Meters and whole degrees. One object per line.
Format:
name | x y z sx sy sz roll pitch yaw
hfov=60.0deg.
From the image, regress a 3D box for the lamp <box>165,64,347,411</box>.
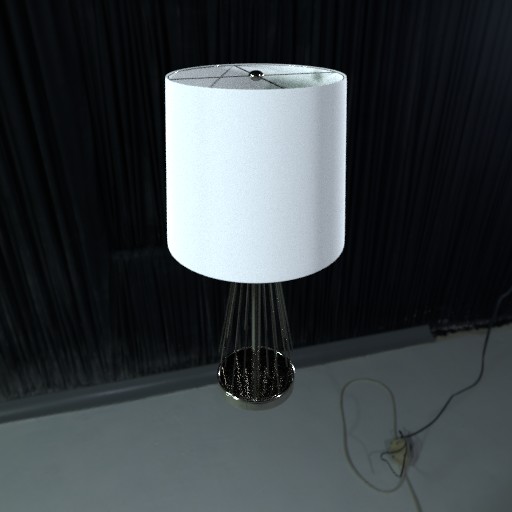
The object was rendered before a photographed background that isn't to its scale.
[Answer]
lamp | 0.000 0.000 0.793 0.303 0.618 0.303 0 30 0
